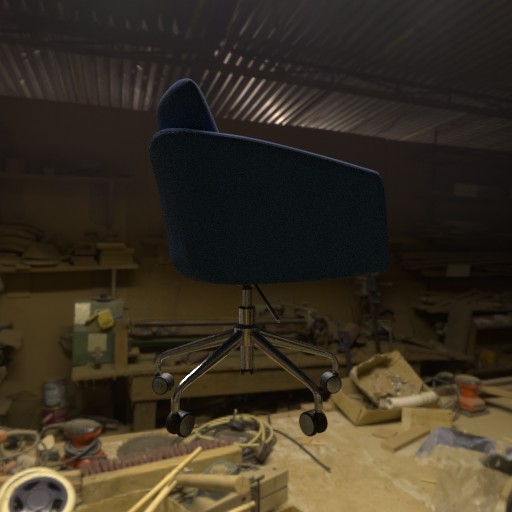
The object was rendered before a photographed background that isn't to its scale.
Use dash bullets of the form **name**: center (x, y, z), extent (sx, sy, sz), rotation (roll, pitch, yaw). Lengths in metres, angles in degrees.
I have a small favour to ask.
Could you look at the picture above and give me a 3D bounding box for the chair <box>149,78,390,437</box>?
- **chair**: center (0.000, 0.000, 1.377), extent (0.635, 0.908, 0.641), rotation (-1, 2, -19)
